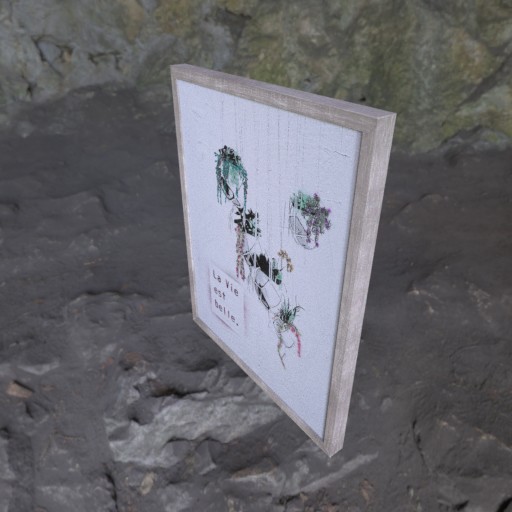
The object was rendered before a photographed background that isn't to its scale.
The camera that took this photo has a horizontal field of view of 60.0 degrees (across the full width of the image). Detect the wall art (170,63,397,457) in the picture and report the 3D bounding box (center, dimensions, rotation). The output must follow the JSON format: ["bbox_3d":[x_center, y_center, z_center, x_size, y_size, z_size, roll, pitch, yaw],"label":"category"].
[{"bbox_3d":[0.000,0.000,0.708,0.032,0.521,0.421,-22,37,-31],"label":"wall art"}]
